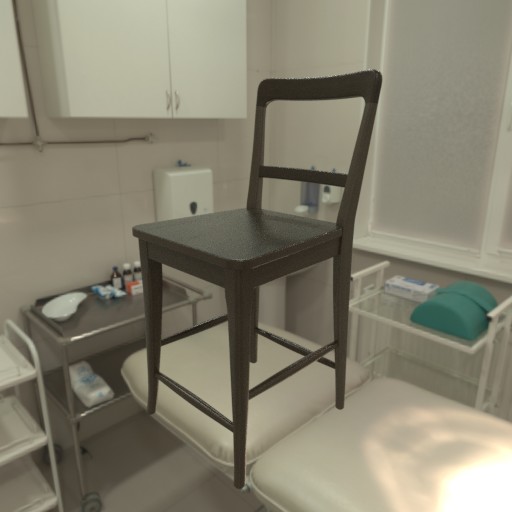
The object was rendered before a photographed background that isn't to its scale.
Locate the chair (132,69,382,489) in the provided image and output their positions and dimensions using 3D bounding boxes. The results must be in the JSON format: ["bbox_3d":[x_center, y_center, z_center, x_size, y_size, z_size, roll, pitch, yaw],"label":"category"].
[{"bbox_3d":[0.000,0.000,1.261,0.546,0.991,0.450,-16,23,-42],"label":"chair"}]
